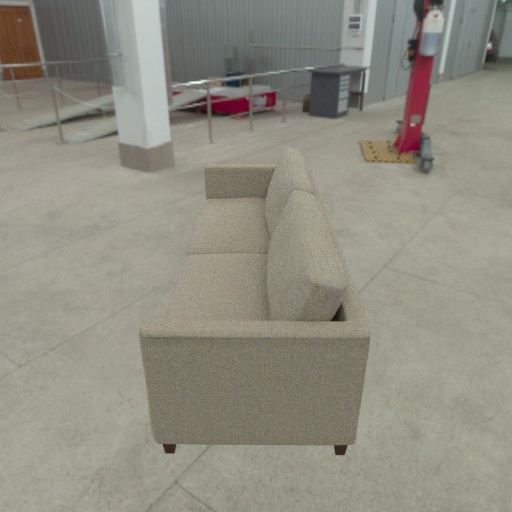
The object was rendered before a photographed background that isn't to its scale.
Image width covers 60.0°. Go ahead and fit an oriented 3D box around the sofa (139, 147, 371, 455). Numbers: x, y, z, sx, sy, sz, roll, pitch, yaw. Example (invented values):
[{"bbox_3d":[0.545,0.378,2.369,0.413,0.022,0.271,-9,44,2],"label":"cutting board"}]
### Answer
[{"bbox_3d":[0.000,0.000,2.915,0.951,0.965,2.434,0,27,0],"label":"sofa"}]
